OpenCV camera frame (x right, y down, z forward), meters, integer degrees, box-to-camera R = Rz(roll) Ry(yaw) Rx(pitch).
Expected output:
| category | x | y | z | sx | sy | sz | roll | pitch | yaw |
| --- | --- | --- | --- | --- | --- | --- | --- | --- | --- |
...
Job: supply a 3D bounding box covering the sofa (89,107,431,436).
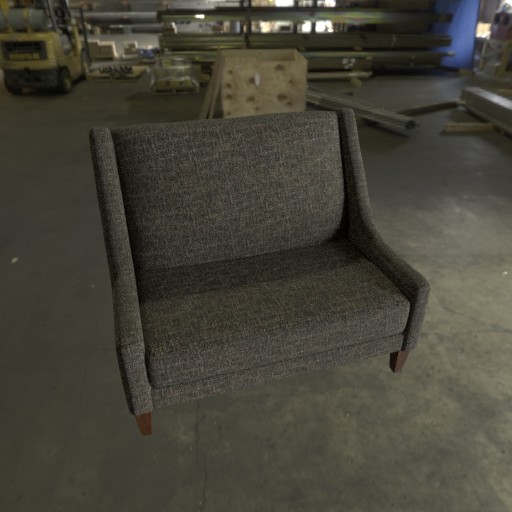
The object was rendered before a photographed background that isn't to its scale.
| category | x | y | z | sx | sy | sz | roll | pitch | yaw |
| --- | --- | --- | --- | --- | --- | --- | --- | --- | --- |
| sofa | 0.000 | 0.000 | 1.937 | 1.242 | 1.021 | 0.870 | -9 | 32 | -15 |
